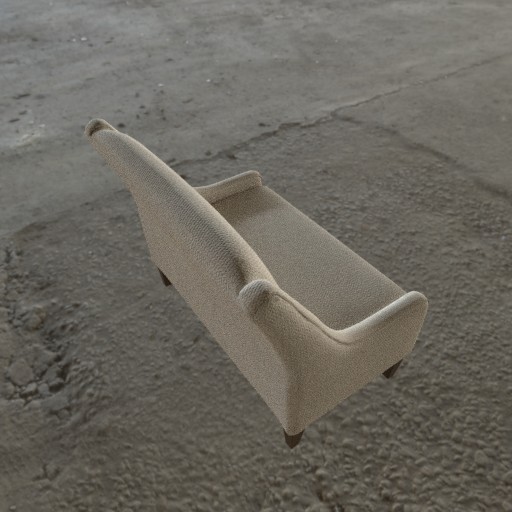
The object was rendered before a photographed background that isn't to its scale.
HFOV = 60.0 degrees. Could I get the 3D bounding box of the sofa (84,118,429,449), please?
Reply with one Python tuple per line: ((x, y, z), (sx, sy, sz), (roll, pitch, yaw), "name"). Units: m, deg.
((0.000, 0.000, 1.926), (0.870, 1.022, 1.242), (-25, 47, -25), "sofa")
